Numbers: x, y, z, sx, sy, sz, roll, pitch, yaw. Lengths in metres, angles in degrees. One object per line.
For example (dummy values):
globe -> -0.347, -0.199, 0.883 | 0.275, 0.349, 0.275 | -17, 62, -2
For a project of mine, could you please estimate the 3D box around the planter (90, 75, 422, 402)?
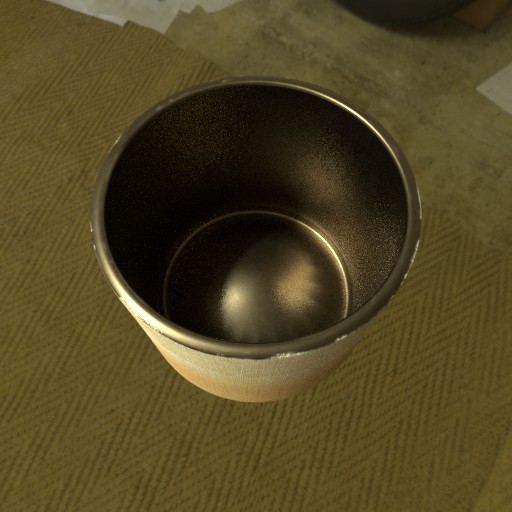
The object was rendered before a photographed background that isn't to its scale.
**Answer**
planter -> 0.000, 0.000, 0.434 | 0.254, 0.221, 0.254 | 0, 65, 0
